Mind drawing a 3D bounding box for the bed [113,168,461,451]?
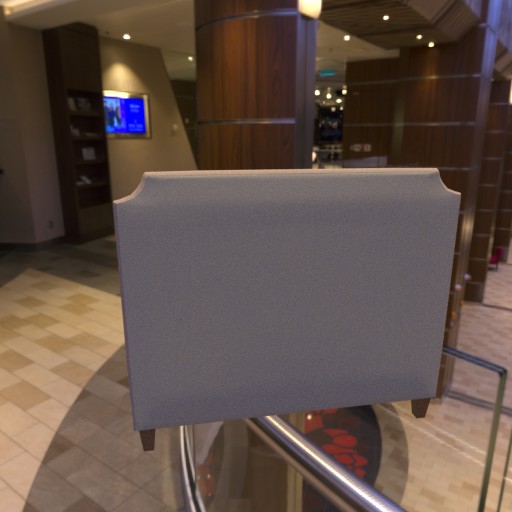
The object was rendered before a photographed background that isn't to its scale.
[{"bbox_3d":[0.000,0.000,3.346,1.713,1.443,2.372,-3,15,-10],"label":"bed"}]
